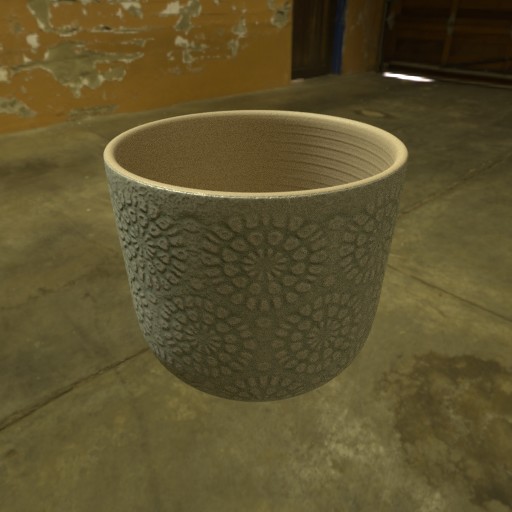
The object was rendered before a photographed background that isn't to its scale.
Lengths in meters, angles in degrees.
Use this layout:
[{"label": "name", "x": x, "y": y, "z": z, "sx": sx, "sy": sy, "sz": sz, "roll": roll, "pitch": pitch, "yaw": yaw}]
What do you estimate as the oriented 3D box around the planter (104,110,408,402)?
[{"label": "planter", "x": 0.000, "y": 0.000, "z": 0.293, "sx": 0.169, "sy": 0.153, "sz": 0.169, "roll": 0, "pitch": 30, "yaw": 0}]
